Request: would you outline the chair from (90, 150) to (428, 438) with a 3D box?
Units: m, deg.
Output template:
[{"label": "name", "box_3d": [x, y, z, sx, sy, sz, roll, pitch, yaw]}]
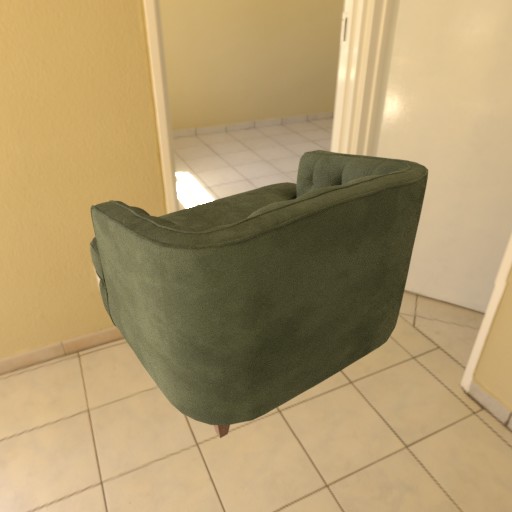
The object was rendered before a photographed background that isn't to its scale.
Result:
[{"label": "chair", "box_3d": [0.000, 0.000, 1.799, 1.104, 0.852, 0.941, -20, 37, -29]}]
